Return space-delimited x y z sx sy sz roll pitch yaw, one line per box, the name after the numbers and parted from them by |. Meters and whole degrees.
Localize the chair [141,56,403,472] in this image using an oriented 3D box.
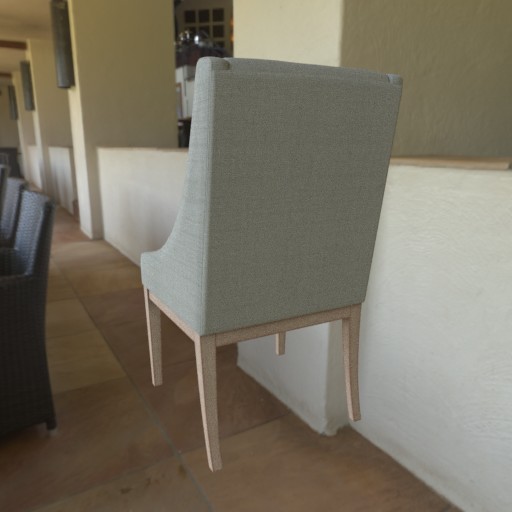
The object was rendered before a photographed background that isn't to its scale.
0.000 0.000 1.367 0.575 1.021 0.611 -7 16 -27 | chair
